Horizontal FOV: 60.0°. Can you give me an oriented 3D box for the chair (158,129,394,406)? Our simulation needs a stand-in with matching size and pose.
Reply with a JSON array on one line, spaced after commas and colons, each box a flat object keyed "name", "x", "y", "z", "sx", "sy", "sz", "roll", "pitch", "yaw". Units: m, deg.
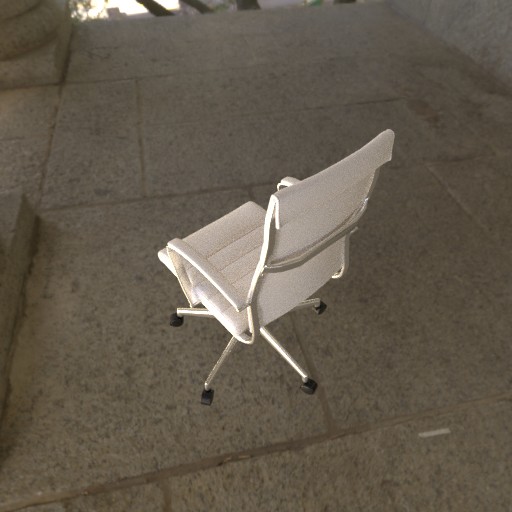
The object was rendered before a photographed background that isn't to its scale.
[{"name": "chair", "x": 0.000, "y": 0.000, "z": 1.666, "sx": 0.766, "sy": 1.149, "sz": 0.739, "roll": -33, "pitch": 54, "yaw": -28}]
